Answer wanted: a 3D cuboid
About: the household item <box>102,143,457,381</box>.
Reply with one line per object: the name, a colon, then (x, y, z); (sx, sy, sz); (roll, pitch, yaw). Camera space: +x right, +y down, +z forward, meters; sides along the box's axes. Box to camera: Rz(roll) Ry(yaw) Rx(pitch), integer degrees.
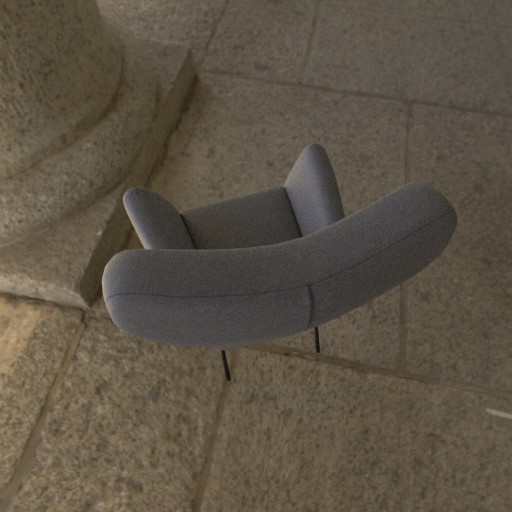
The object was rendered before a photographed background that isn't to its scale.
household item: (0.000, 0.000, 1.718); (0.980, 1.050, 0.900); (-15, 59, -9)
